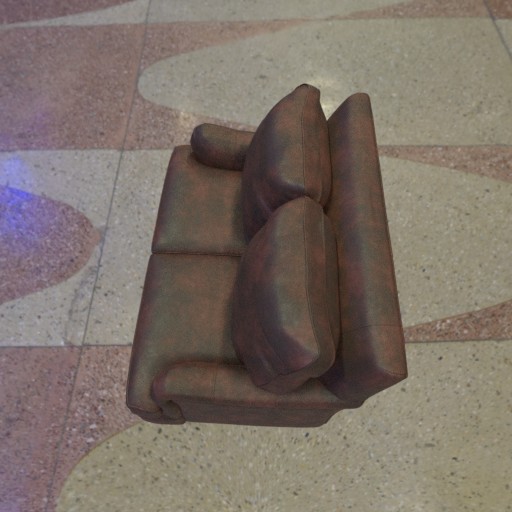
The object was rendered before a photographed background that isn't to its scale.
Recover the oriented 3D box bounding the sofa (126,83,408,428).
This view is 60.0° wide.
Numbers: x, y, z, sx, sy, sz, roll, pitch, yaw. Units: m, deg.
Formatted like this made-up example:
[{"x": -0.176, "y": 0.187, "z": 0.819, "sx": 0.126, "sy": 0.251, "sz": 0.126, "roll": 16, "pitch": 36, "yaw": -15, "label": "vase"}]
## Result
[{"x": 0.000, "y": 0.000, "z": 2.333, "sx": 1.148, "sy": 1.070, "sz": 1.628, "roll": 2, "pitch": 59, "yaw": 1, "label": "sofa"}]
